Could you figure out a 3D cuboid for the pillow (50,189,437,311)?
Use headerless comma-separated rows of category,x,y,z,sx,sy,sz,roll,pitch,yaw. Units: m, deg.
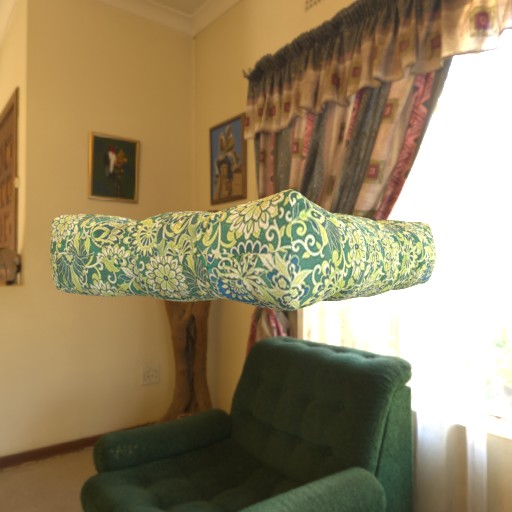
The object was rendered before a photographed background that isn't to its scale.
pillow,0.000,0.000,0.736,0.468,0.128,0.490,-1,-1,36
